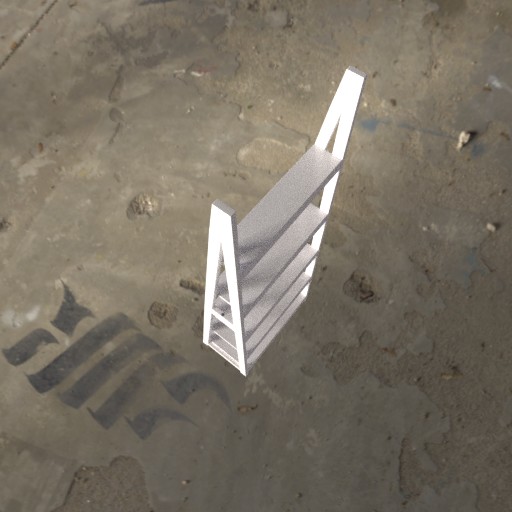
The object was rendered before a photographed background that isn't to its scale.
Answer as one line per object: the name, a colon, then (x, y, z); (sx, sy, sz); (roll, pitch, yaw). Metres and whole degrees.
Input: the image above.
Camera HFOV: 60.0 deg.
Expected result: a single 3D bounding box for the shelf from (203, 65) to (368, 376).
shelf: (0.000, 0.000, 2.029); (0.341, 1.779, 0.636); (35, 68, 16)
